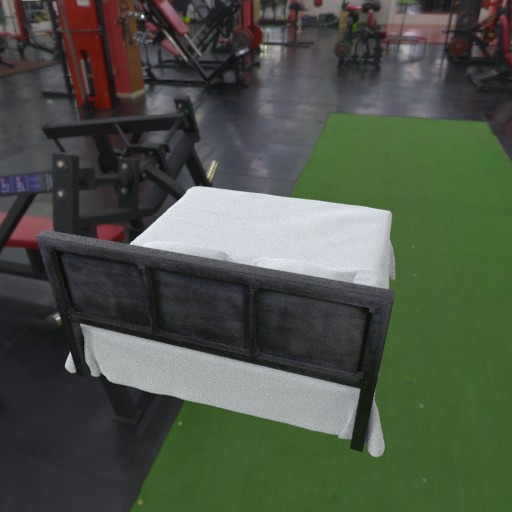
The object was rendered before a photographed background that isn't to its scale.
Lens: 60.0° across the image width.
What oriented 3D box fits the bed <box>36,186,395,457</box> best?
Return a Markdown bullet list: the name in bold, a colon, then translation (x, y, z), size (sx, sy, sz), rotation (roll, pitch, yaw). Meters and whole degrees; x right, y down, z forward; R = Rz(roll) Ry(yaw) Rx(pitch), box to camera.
- **bed**: translation (0.000, 0.000, 3.474), size (2.255, 1.158, 2.165), rotation (9, 33, 15)
